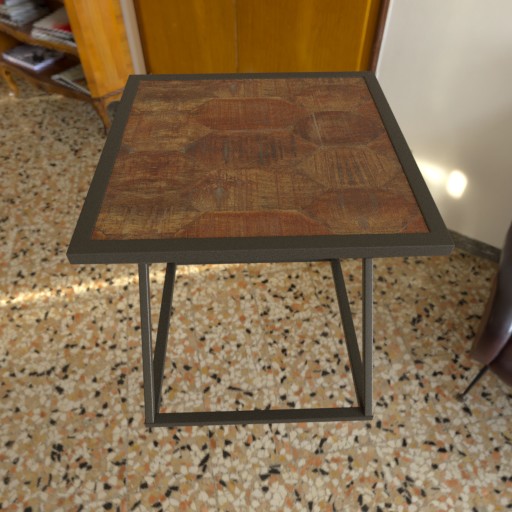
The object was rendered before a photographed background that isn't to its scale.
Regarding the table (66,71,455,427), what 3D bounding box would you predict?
[{"bbox_3d":[0.000,0.000,0.944,0.500,0.565,0.500,-1,47,-1],"label":"table"}]
